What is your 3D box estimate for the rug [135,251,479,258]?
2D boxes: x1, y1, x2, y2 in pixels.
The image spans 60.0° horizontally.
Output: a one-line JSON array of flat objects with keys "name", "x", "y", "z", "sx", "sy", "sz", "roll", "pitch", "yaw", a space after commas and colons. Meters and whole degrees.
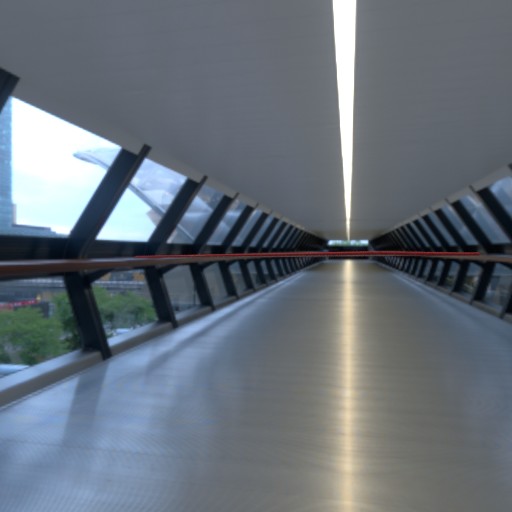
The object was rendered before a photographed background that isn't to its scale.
[{"name": "rug", "x": 0.000, "y": 0.000, "z": 2.571, "sx": 0.659, "sy": 0.015, "sz": 2.292, "roll": 0, "pitch": -1, "yaw": -34}]
